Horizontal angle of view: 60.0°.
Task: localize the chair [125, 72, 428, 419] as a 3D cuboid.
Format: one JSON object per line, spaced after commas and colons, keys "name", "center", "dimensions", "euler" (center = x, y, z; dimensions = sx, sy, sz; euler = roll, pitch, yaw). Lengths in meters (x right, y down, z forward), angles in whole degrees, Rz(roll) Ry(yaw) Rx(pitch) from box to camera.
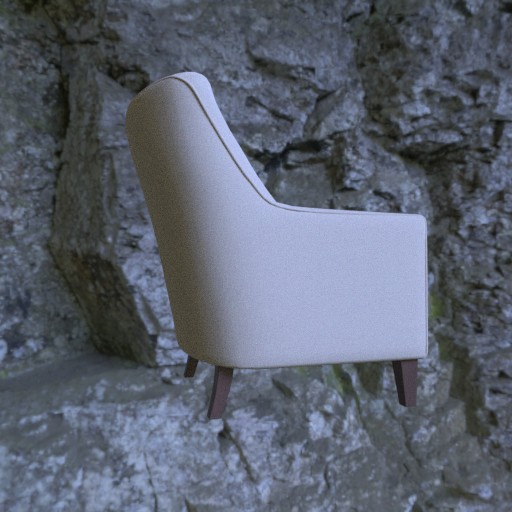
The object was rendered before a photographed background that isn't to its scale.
{"name": "chair", "center": [0.000, 0.000, 1.540], "dimensions": [0.879, 0.916, 0.756], "euler": [1, -2, -17]}
